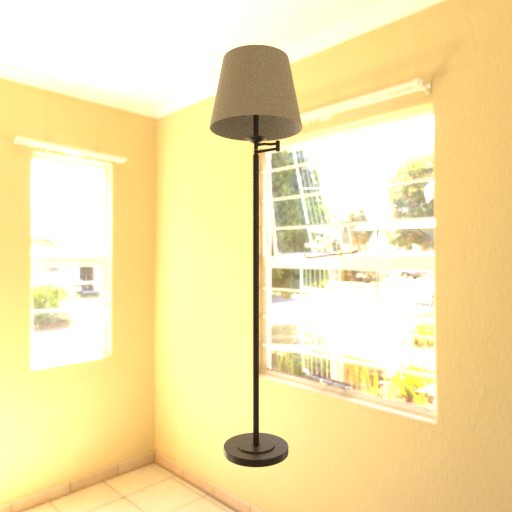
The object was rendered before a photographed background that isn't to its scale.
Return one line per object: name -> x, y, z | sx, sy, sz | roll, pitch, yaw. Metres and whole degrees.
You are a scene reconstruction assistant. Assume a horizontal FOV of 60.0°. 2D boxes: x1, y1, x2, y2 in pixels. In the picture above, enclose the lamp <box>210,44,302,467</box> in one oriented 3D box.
lamp -> 0.000, 0.000, 1.665 | 0.348, 1.473, 0.348 | 0, 0, 35
